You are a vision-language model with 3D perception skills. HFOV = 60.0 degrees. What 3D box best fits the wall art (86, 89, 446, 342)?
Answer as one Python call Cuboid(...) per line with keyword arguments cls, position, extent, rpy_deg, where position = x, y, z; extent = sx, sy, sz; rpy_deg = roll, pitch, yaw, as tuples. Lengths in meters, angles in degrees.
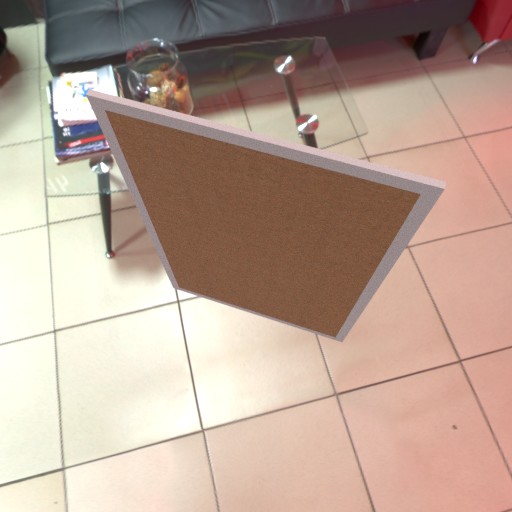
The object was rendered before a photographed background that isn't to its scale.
Cuboid(cls="wall art", position=(0.000, 0.000, 1.212), extent=(0.660, 0.965, 0.015), rpy_deg=(17, 65, 8))
